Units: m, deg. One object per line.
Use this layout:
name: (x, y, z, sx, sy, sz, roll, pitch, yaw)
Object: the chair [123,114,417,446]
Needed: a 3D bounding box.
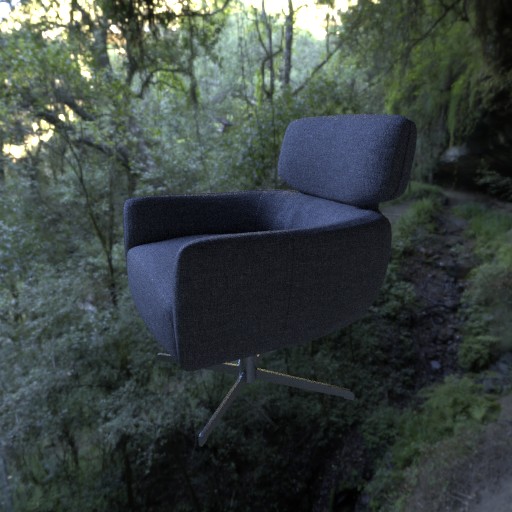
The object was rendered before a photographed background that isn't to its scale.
chair: (0.000, 0.000, 1.320, 0.715, 0.812, 0.706, -7, 18, -24)
